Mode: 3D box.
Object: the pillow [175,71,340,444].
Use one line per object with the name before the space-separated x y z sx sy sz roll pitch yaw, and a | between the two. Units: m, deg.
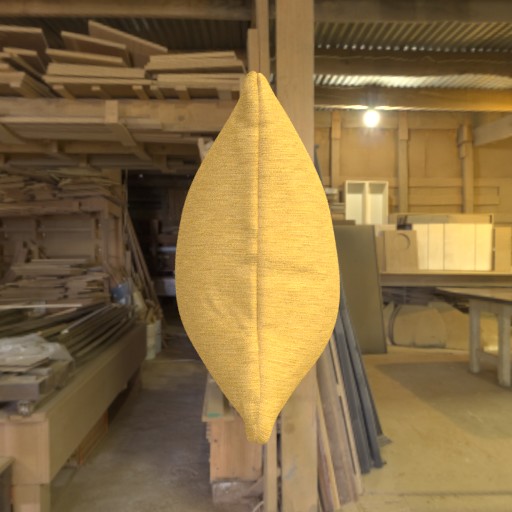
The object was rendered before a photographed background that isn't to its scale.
pillow | 0.000 0.000 0.701 0.247 0.417 0.435 0 1 0
